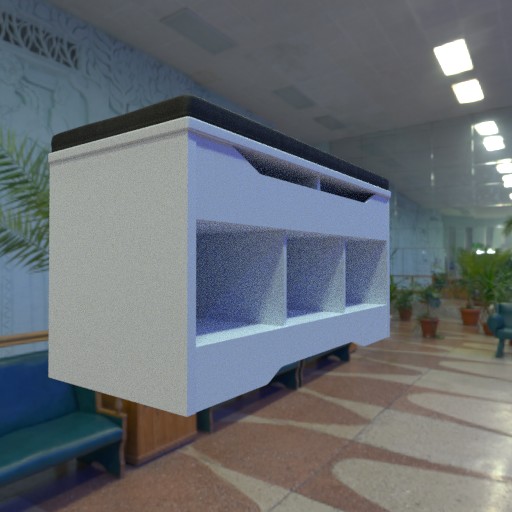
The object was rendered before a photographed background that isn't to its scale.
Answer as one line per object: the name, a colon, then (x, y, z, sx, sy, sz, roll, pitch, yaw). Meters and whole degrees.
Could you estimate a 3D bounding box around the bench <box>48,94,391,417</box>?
bench: (0.000, 0.000, 1.148, 0.401, 0.500, 0.899, -1, -1, 36)
